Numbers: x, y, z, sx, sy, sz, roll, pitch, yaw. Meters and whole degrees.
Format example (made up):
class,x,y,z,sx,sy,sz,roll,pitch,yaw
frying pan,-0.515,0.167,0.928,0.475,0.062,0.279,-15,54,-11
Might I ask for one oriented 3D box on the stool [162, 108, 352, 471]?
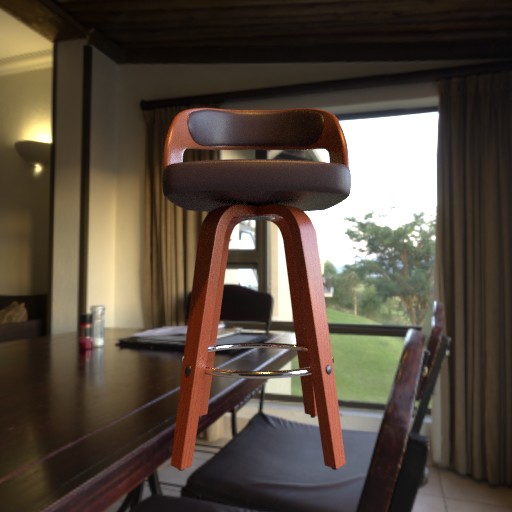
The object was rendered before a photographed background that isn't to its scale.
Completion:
class,x,y,z,sx,sy,sz,roll,pitch,yaw
stool,0.000,0.000,1.179,0.457,0.940,0.457,0,-2,-1
